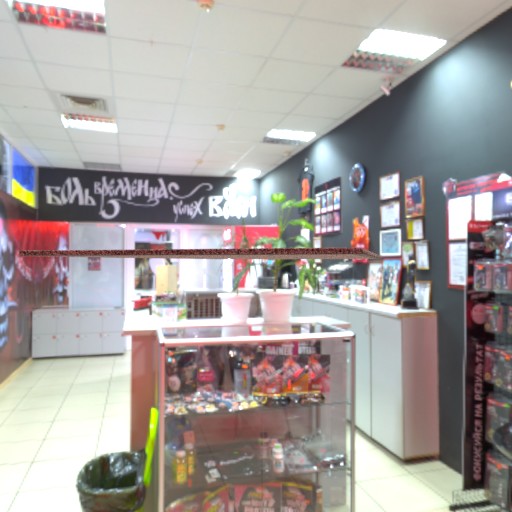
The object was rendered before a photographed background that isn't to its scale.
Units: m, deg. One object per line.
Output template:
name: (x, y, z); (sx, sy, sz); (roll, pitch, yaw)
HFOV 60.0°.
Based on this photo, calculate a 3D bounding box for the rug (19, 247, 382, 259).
rug: (0.000, 0.000, 3.375); (1.778, 0.030, 2.743); (0, -1, 17)
